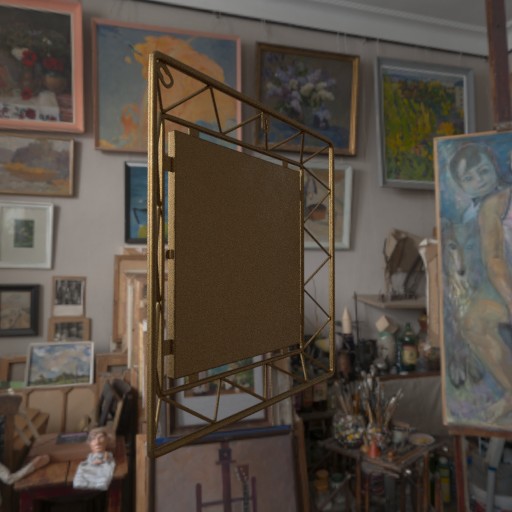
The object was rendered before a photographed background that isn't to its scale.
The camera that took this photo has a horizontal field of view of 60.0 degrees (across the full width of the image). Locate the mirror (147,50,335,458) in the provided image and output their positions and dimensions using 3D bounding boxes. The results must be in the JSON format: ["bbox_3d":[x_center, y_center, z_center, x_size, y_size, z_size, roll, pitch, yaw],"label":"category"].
[{"bbox_3d":[0.000,0.000,0.621,0.046,0.414,0.416,-1,-1,36],"label":"mirror"}]
